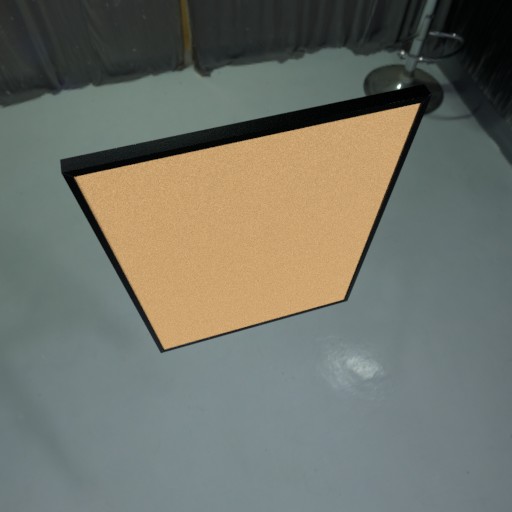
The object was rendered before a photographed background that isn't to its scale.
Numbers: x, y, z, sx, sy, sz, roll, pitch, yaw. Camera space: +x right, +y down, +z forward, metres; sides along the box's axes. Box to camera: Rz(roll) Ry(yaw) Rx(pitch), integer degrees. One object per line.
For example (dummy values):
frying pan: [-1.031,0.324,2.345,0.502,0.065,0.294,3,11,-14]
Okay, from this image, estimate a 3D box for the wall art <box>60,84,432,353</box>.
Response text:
wall art: [0.000,0.000,1.388,0.805,1.062,0.040,-14,60,-9]
